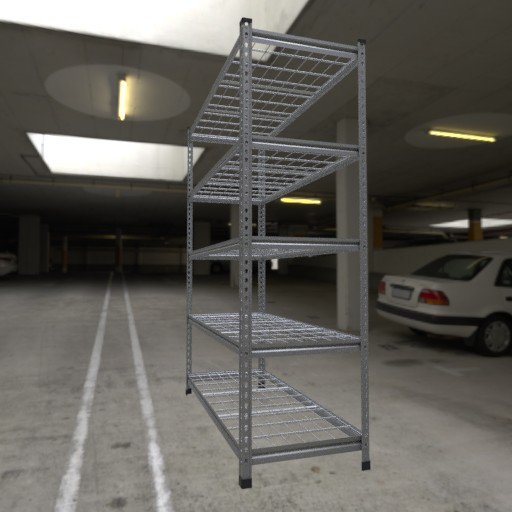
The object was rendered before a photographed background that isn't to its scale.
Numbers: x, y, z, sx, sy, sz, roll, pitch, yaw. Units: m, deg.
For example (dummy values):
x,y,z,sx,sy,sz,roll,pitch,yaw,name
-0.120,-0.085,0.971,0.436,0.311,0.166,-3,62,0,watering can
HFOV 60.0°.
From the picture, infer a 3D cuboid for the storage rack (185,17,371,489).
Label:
x,y,z,sx,sy,sz,roll,pitch,yaw,name
0.000,0.000,2.673,0.610,1.981,1.524,1,-2,-18,storage rack
